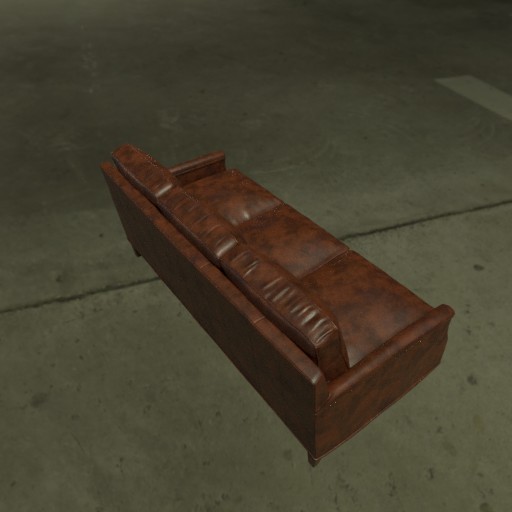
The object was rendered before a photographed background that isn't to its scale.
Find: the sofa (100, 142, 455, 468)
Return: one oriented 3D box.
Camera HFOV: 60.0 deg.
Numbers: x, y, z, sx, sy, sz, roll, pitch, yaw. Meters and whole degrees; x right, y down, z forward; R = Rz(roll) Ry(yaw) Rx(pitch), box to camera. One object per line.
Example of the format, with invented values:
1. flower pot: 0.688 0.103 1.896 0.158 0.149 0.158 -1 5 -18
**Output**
1. sofa: 0.000 0.000 2.827 1.084 1.003 2.240 -26 47 -27
